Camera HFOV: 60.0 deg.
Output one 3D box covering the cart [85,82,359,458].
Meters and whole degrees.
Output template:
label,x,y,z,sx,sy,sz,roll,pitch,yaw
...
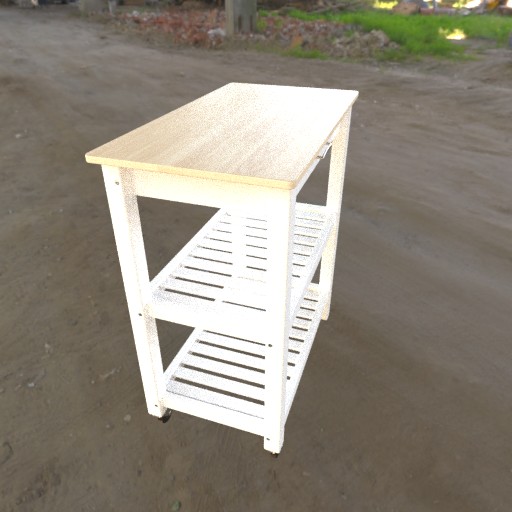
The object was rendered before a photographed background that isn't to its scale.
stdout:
label,x,y,z,sx,sy,sz,roll,pitch,yaw
cart,0.000,0.000,1.466,0.457,0.927,0.899,10,33,16
